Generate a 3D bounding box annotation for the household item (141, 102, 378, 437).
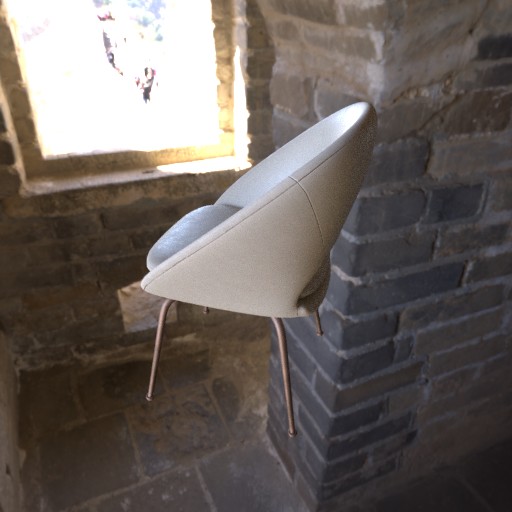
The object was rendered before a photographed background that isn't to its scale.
[{"bbox_3d":[0.000,0.000,1.270,0.573,0.852,0.623,9,32,15],"label":"household item"}]
